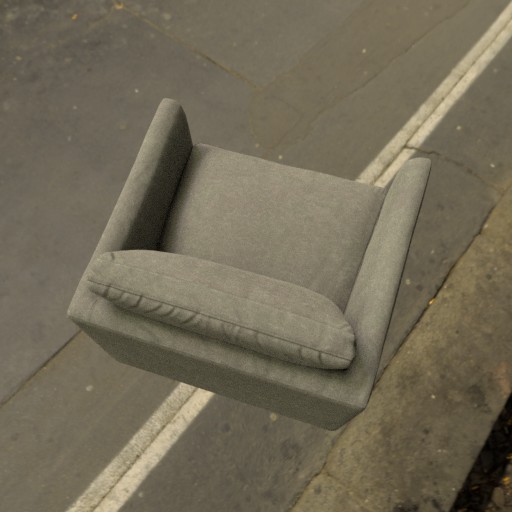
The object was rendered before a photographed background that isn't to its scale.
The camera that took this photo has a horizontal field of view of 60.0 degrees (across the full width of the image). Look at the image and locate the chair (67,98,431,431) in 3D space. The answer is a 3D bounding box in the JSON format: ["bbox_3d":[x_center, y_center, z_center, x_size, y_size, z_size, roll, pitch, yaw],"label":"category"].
[{"bbox_3d":[0.000,0.000,1.874,1.190,0.845,1.091,15,63,8],"label":"chair"}]
